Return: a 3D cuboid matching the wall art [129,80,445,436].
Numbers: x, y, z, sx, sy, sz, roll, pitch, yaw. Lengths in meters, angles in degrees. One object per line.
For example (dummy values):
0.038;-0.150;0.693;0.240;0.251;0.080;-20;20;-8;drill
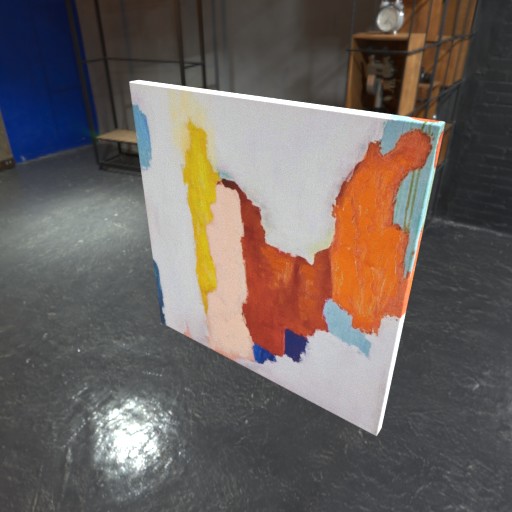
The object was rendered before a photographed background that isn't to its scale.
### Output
0.000;0.000;1.488;1.017;1.017;0.044;20;35;31;wall art
